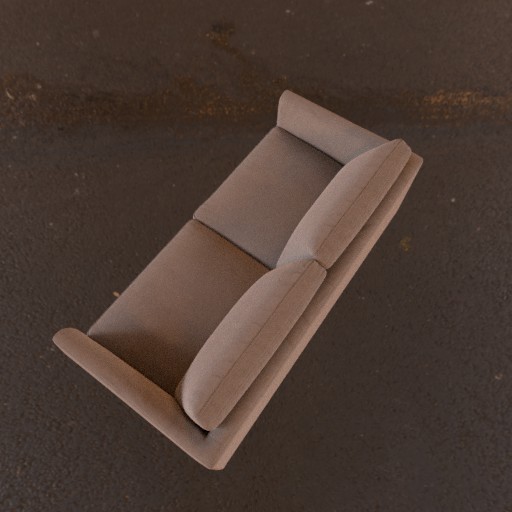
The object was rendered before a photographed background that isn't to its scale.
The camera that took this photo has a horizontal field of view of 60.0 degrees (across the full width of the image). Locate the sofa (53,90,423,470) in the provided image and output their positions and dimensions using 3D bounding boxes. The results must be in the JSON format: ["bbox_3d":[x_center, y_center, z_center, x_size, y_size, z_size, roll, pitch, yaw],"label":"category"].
[{"bbox_3d":[0.000,0.000,2.797,1.090,0.838,2.588,33,68,15],"label":"sofa"}]
